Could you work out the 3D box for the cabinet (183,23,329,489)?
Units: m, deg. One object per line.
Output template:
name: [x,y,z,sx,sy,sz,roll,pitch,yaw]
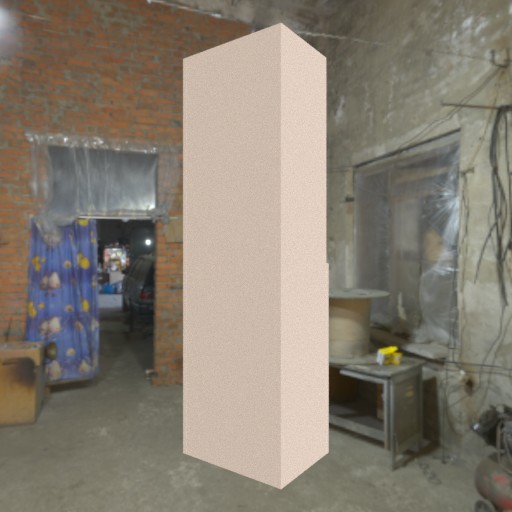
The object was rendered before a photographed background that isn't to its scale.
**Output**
cabinet: [0.000,0.000,1.521,0.400,1.350,0.300,0,0,36]
